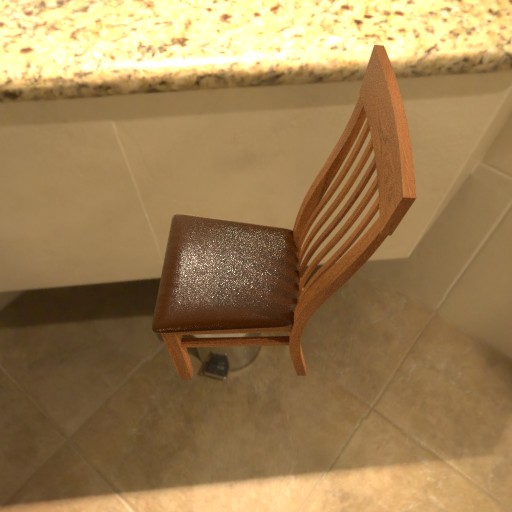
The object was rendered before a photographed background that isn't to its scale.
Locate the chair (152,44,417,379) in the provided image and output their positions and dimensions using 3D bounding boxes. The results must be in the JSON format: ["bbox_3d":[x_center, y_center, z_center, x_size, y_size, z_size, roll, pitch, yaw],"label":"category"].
[{"bbox_3d":[0.000,0.000,1.303,0.580,1.050,0.450,2,56,1],"label":"chair"}]
